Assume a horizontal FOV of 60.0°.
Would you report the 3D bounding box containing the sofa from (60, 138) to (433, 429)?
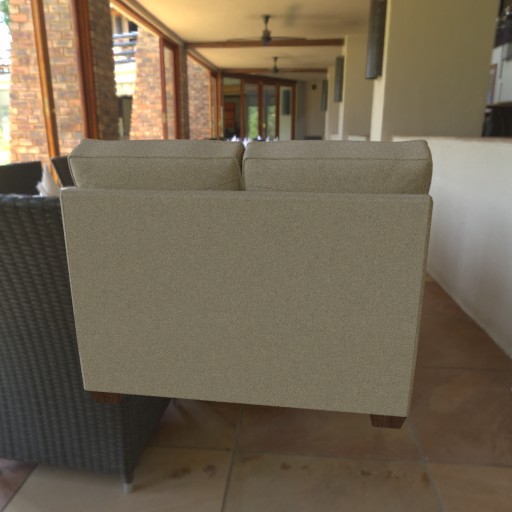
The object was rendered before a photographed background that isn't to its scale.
[{"bbox_3d":[0.000,0.000,1.956,1.237,1.008,0.951,2,16,8],"label":"sofa"}]
